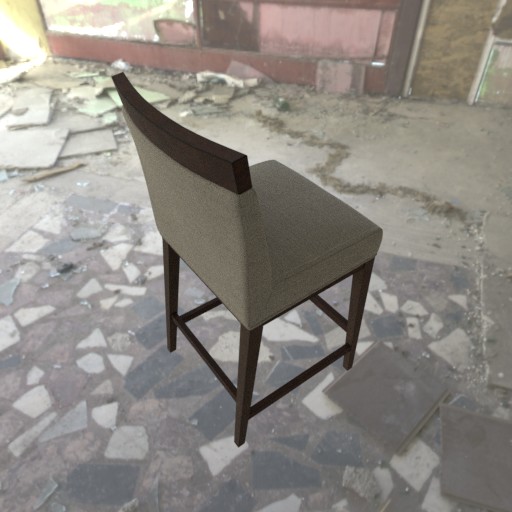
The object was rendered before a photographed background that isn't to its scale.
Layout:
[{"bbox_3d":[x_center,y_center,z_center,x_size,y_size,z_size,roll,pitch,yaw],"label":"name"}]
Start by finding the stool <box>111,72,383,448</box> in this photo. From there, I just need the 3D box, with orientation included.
[{"bbox_3d":[0.000,0.000,1.314,0.531,1.009,0.512,-26,47,-27],"label":"stool"}]
